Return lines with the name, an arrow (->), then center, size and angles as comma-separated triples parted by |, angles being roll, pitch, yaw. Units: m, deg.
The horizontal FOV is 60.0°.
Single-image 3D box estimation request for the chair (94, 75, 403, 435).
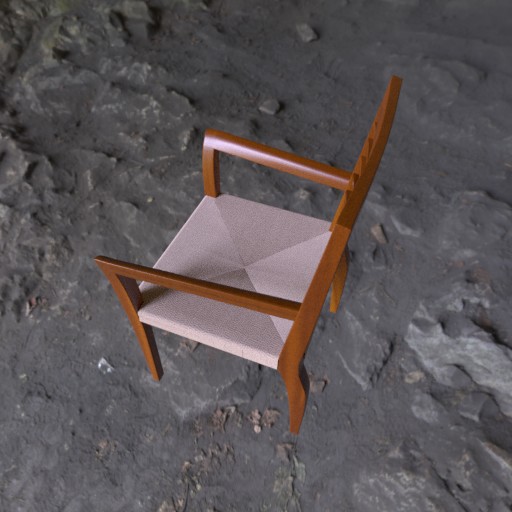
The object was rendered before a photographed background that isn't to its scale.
chair -> 0.000, 0.000, 1.219 | 0.540, 0.855, 0.587 | 15, 48, 14
